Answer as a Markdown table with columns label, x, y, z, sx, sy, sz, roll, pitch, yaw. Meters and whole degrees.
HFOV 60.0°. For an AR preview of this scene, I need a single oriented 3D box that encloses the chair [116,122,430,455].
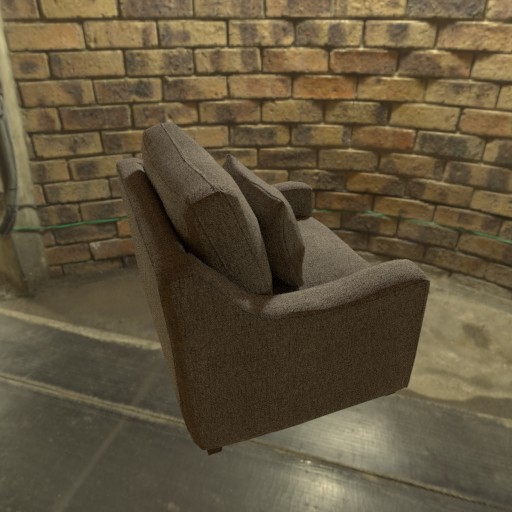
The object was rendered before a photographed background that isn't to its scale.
| label | x | y | z | sx | sy | sz | roll | pitch | yaw |
| --- | --- | --- | --- | --- | --- | --- | --- | --- | --- |
| chair | 0.000 | 0.000 | 1.969 | 1.009 | 1.037 | 1.138 | -11 | 32 | -18 |
